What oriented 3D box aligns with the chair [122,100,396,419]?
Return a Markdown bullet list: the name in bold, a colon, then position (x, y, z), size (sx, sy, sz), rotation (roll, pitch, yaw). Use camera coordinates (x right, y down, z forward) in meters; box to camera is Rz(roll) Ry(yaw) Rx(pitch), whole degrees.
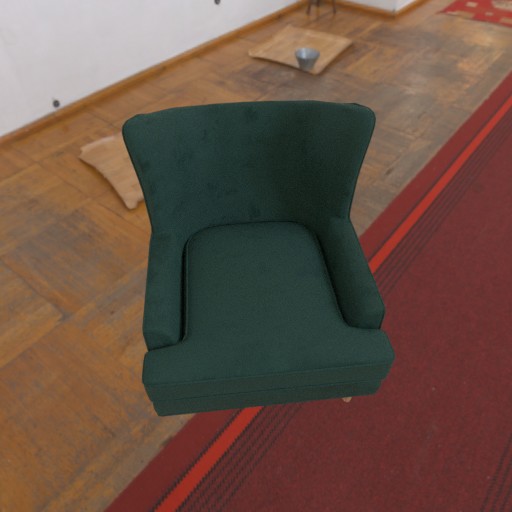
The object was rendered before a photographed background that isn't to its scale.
- **chair**: position (0.000, 0.000, 1.611), size (0.793, 0.952, 0.910), rotation (-4, 45, -4)
